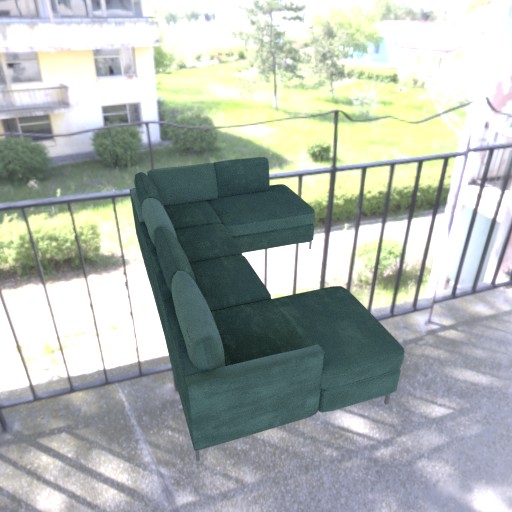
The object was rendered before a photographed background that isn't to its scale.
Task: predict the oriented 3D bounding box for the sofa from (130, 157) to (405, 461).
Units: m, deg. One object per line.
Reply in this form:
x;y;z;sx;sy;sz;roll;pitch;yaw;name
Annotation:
0.000;0.000;4.391;2.055;0.992;3.434;-10;31;-17;sofa
